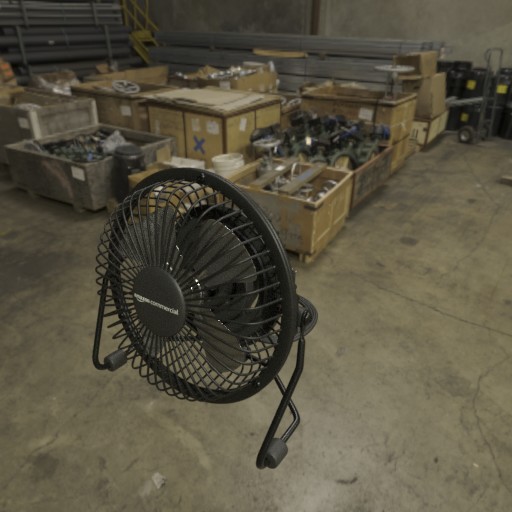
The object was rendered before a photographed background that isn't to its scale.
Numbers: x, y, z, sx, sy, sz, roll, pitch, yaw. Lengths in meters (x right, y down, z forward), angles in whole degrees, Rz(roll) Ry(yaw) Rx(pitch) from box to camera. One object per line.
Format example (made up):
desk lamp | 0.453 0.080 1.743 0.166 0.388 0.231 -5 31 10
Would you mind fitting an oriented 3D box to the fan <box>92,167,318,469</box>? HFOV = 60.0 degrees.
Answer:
fan | 0.000 0.000 0.307 0.153 0.152 0.202 18 34 30
